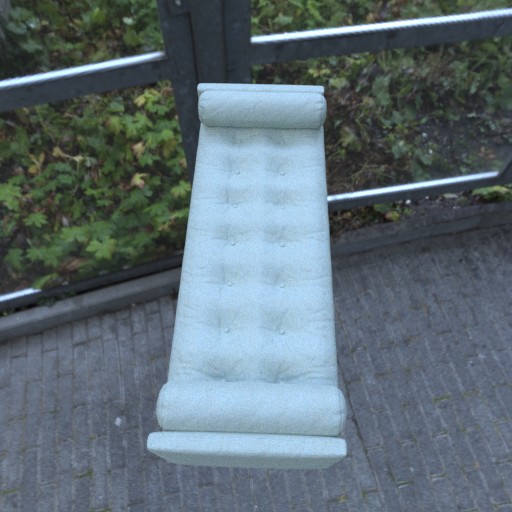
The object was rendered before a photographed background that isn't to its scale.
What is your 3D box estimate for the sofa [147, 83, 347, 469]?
[{"bbox_3d":[0.000,0.000,2.455,0.796,0.705,2.102,2,61,1],"label":"sofa"}]
